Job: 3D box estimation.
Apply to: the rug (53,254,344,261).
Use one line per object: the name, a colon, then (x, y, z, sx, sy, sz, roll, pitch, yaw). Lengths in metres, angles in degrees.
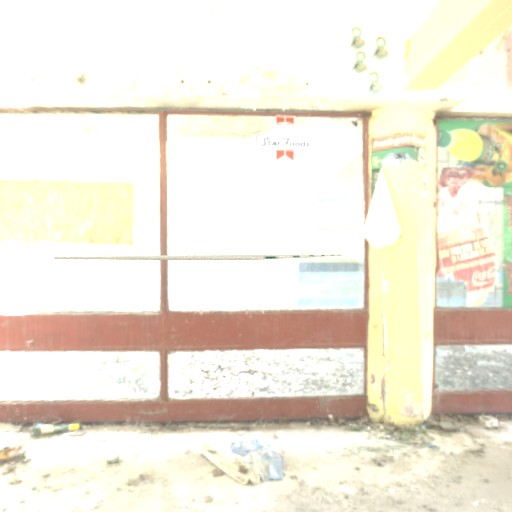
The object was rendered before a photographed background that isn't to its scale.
rug: (0.000, 0.000, 2.660, 0.768, 0.012, 2.438, 0, 0, 18)
